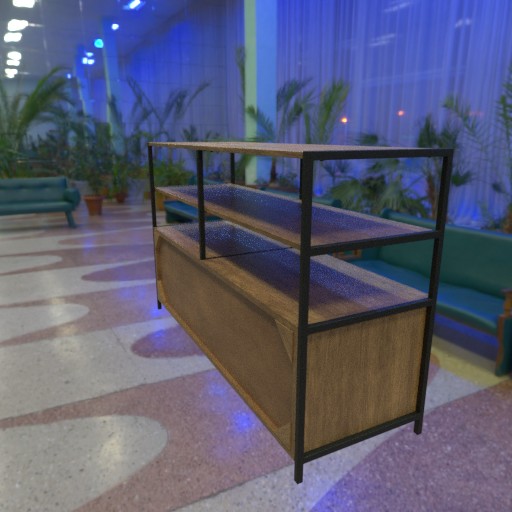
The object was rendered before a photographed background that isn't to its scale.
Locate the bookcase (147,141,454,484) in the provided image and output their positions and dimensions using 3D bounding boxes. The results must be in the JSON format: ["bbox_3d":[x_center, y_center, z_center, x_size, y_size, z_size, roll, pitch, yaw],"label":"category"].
[{"bbox_3d":[0.000,0.000,1.455,0.391,0.712,1.149,-8,17,-26],"label":"bookcase"}]
